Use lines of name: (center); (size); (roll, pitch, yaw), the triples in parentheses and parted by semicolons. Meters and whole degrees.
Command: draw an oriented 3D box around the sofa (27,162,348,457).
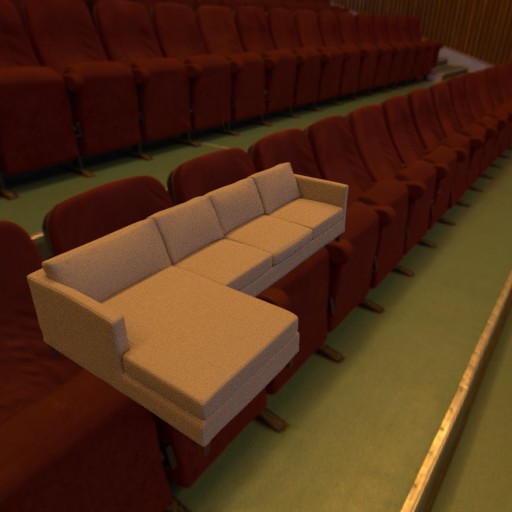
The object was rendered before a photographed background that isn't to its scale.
sofa: (0.000, 0.000, 3.880); (1.625, 0.846, 3.186); (18, 32, 31)
